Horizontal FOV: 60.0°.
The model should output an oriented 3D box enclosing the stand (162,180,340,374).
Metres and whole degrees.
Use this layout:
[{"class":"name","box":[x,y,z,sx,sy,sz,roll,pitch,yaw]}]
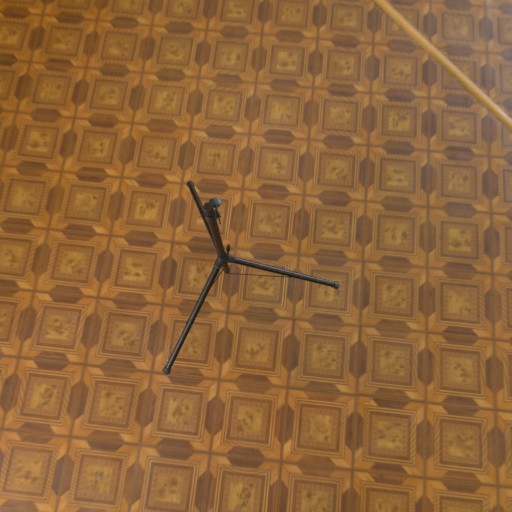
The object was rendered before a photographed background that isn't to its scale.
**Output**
[{"class":"stand","box":[0.000,0.000,2.820,1.339,1.595,1.596,5,76,1]}]
